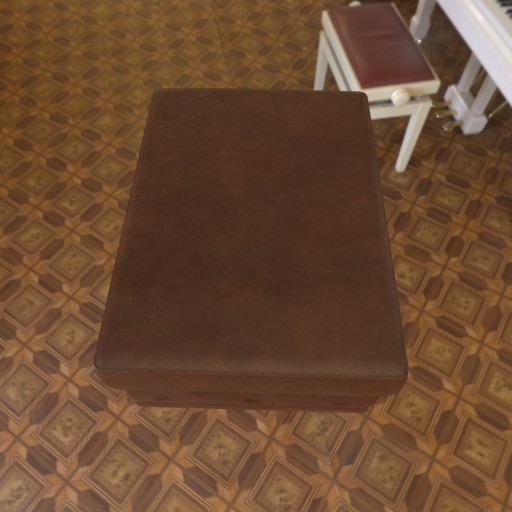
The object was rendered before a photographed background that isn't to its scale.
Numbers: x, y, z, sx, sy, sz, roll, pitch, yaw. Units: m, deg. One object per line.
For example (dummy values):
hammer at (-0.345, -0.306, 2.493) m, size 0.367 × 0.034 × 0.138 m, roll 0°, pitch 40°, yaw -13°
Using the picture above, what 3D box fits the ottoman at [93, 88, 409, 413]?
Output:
ottoman at (0.000, 0.000, 1.190) m, size 0.588 × 0.509 × 0.795 m, roll 1°, pitch 59°, yaw 1°
